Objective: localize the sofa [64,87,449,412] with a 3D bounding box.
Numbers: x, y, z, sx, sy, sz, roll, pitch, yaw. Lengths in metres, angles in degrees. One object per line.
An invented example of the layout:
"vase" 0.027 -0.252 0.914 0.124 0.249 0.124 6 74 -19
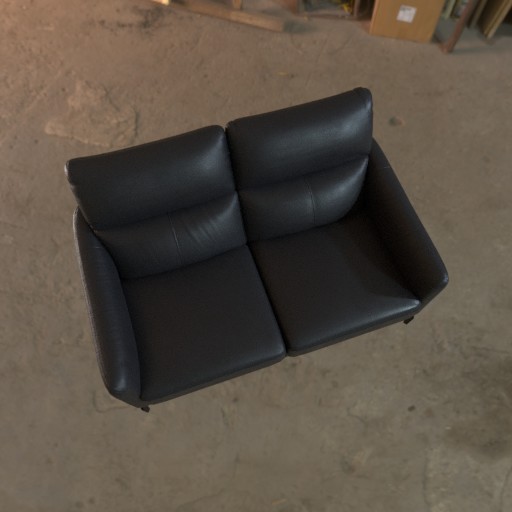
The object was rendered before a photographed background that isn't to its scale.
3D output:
"sofa" 0.000 0.000 2.134 1.596 0.920 0.958 -17 64 -8
